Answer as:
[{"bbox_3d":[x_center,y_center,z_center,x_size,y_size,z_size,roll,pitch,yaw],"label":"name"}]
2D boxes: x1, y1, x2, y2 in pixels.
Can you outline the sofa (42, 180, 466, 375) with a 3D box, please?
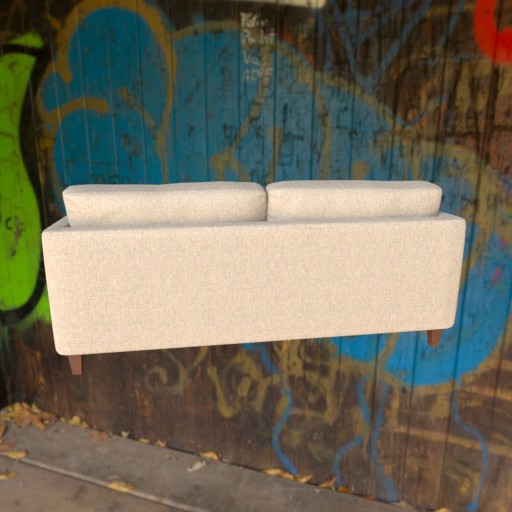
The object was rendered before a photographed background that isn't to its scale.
[{"bbox_3d":[0.000,0.000,2.744,2.208,0.963,0.956,-2,15,-9],"label":"sofa"}]
